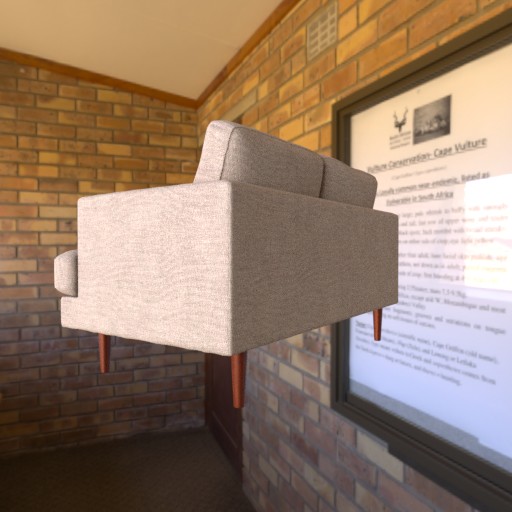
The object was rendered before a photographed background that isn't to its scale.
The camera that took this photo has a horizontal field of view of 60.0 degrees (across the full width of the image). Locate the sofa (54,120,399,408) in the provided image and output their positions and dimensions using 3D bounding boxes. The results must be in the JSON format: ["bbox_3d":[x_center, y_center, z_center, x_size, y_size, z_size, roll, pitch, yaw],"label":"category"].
[{"bbox_3d":[0.000,0.000,2.148,0.903,0.944,1.582,1,1,35],"label":"sofa"}]
